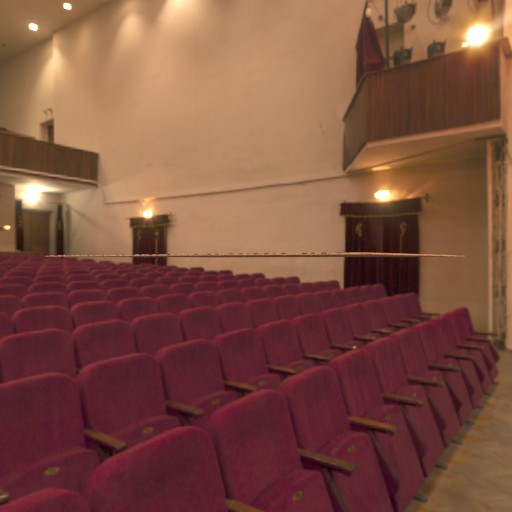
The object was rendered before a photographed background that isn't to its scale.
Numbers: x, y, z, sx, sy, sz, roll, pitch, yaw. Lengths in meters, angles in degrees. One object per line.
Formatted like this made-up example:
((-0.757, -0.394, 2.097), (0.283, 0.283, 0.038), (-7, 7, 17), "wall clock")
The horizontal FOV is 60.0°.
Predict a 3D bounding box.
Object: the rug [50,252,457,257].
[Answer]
((0.000, 0.000, 2.037), (1.556, 0.006, 1.146), (0, -1, 36), "rug")
